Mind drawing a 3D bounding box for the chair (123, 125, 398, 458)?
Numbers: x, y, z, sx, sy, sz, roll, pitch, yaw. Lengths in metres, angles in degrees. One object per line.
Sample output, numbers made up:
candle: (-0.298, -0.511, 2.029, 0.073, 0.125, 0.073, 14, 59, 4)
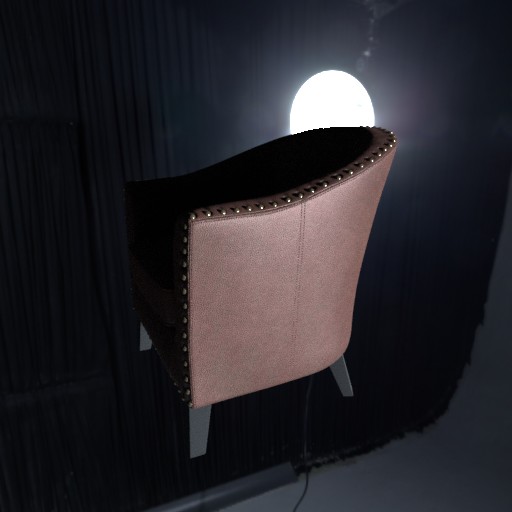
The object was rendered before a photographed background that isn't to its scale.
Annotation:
chair: (0.000, 0.000, 1.445, 0.748, 0.823, 0.794, -7, 17, -24)
